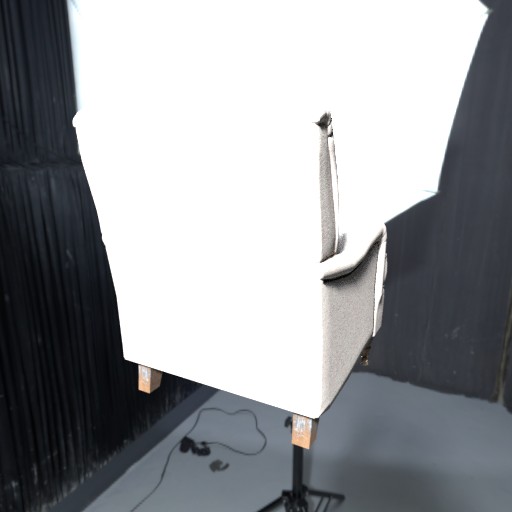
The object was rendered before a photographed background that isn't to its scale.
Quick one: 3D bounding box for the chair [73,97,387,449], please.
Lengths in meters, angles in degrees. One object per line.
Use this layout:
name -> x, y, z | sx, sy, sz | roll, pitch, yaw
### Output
chair -> 0.000, 0.000, 1.759 | 0.879, 1.119, 0.953 | 8, 17, 28
